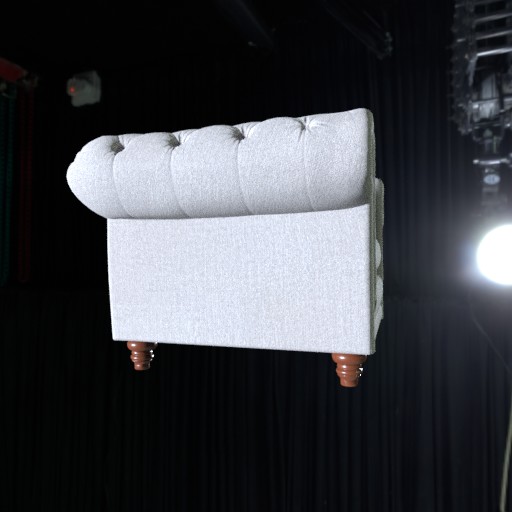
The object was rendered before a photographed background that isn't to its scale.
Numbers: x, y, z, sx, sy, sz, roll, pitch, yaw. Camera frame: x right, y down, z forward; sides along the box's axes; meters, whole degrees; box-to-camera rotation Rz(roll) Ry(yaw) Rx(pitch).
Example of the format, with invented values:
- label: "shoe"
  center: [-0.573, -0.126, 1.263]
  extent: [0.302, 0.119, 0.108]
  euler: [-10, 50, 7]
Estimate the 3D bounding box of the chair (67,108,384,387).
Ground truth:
- label: "chair"
  center: [0.000, 0.000, 1.802]
  extent: [0.976, 0.770, 1.270]
  euler: [0, -1, 17]
